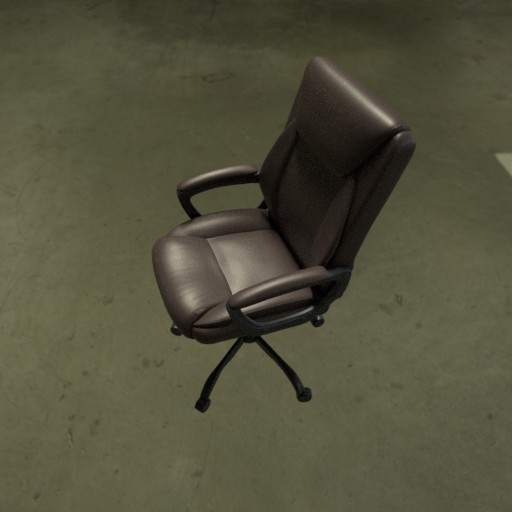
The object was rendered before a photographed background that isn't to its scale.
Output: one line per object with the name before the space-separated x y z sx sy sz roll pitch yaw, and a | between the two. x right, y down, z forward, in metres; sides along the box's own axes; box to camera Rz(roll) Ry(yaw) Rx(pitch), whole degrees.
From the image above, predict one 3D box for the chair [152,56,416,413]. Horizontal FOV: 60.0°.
chair | 0.000 0.000 1.452 0.655 1.072 0.615 -16 49 -15
